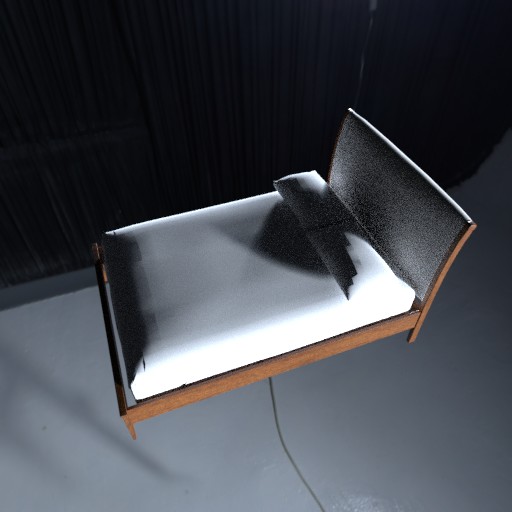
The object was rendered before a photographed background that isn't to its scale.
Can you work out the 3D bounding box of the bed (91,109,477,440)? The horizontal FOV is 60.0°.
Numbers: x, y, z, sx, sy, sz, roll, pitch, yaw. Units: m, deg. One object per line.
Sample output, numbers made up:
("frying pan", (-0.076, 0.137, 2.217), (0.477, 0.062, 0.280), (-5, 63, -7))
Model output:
("bed", (0.000, 0.000, 3.380), (2.380, 1.250, 1.612), (-15, 48, -14))
